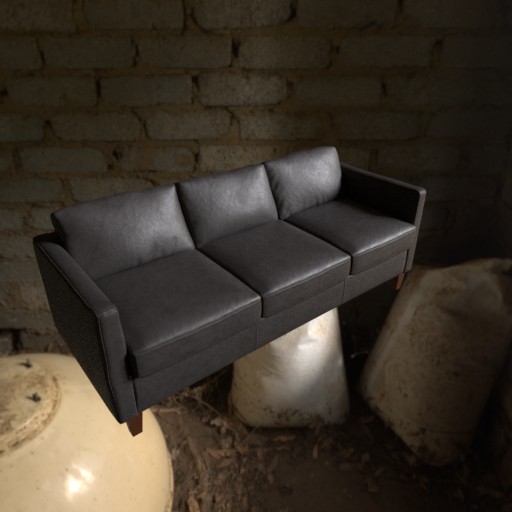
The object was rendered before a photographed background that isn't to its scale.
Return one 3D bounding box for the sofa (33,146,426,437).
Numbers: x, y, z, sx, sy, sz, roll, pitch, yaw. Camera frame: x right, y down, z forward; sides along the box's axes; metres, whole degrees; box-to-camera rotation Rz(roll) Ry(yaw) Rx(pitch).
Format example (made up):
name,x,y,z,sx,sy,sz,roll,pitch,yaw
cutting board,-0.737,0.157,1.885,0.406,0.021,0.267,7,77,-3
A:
name,x,y,z,sx,sy,sz,roll,pitch,yaw
sofa,0.000,0.000,2.974,2.464,1.006,1.045,-21,35,-33
